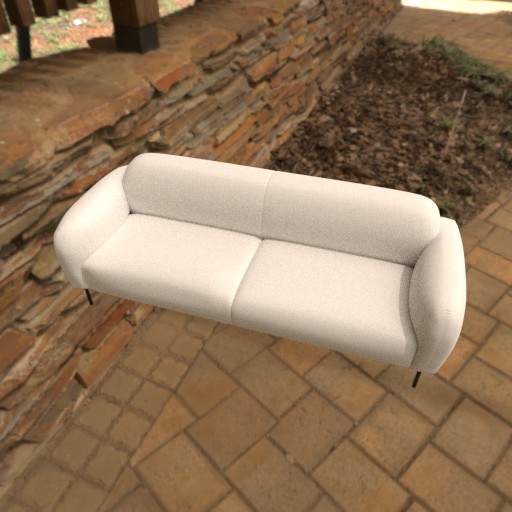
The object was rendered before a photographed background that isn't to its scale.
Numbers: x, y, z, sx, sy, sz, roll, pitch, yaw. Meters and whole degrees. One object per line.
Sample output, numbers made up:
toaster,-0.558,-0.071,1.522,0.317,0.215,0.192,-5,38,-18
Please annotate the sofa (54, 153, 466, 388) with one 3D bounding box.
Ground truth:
sofa,0.000,0.000,2.644,2.257,0.780,0.880,12,41,14
